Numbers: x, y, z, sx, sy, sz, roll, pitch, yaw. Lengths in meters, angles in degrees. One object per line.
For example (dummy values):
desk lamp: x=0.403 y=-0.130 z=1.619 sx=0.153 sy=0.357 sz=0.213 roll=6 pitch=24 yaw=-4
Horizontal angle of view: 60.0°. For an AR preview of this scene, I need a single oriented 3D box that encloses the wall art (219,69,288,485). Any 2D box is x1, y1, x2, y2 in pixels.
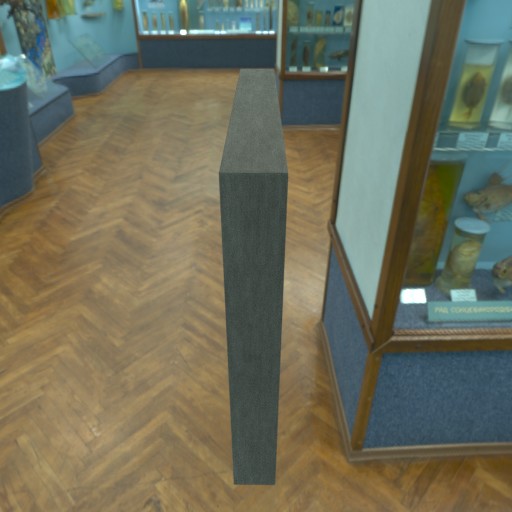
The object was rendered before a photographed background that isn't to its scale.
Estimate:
wall art: x=0.000 y=0.000 z=0.449 sx=0.038 sy=0.302 sz=0.303 roll=0 pitch=33 yaw=0
